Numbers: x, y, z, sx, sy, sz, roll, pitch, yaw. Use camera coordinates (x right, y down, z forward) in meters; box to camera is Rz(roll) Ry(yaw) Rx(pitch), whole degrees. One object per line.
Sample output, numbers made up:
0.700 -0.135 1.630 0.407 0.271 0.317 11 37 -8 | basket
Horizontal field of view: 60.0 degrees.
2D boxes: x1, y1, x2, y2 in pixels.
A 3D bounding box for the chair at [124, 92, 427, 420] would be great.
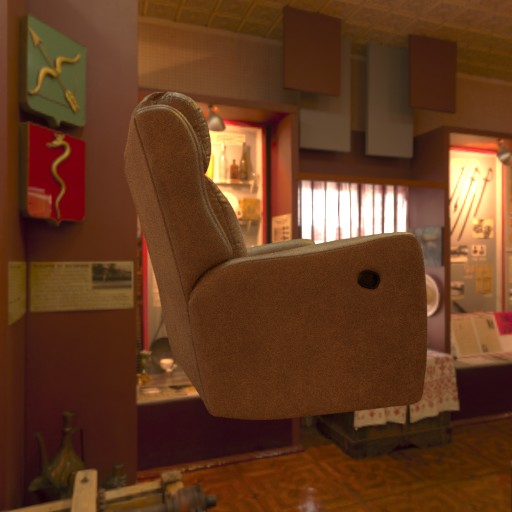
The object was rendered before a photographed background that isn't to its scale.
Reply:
0.000 0.000 1.899 1.068 1.116 0.965 0 0 -18 | chair
